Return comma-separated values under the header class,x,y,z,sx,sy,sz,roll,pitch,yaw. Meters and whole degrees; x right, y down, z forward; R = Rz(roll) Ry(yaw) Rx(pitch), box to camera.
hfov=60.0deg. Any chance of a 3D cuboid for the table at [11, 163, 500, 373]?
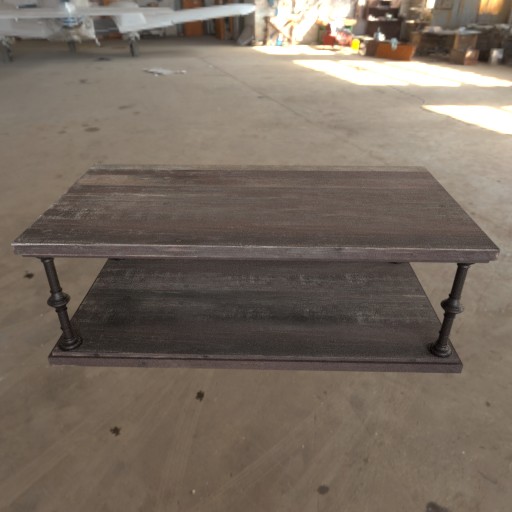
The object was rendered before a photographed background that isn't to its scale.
class,x,y,z,sx,sy,sz,roll,pitch,yaw
table,0.000,0.000,1.318,1.088,0.373,0.554,1,30,1
